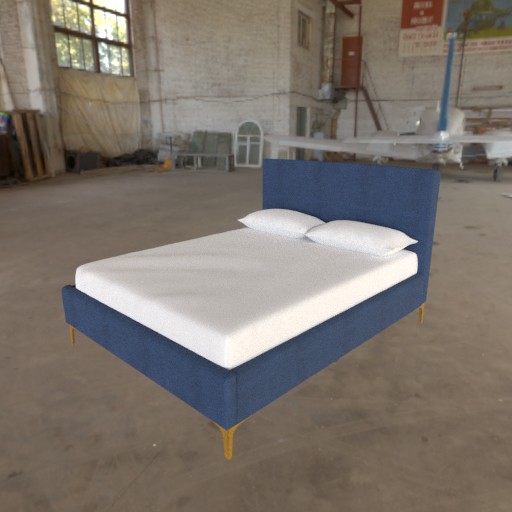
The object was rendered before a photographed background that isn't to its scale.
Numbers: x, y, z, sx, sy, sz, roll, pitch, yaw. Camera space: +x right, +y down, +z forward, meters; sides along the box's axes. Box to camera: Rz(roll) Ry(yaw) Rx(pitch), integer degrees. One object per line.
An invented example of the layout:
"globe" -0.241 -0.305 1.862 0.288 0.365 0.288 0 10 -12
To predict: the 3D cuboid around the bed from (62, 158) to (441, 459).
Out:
"bed" 0.000 0.000 3.233 1.723 1.231 2.172 15 22 42
